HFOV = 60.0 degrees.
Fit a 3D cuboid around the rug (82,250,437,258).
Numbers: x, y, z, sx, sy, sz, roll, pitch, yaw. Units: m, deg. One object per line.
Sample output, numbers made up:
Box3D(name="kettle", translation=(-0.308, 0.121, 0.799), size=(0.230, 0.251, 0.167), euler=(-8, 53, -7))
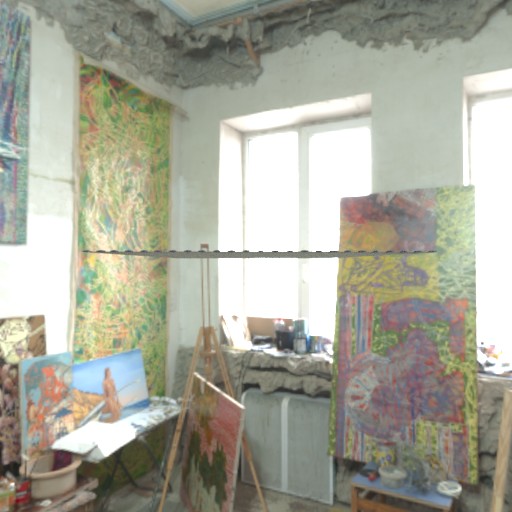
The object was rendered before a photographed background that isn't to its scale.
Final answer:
Box3D(name="rug", translation=(0.000, 0.000, 2.587), size=(1.248, 0.009, 2.108), euler=(0, -1, -1))
